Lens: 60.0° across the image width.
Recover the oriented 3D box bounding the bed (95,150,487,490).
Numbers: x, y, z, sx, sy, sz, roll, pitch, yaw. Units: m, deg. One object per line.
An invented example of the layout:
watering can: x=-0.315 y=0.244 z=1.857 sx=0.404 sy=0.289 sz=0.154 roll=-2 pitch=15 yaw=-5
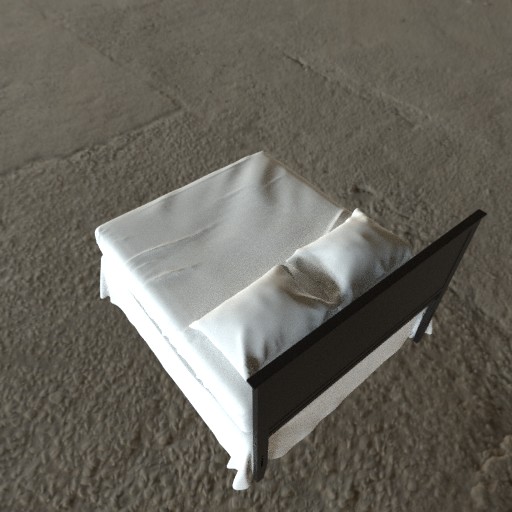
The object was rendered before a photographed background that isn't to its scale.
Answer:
bed: x=0.000 y=0.000 z=3.093 sx=1.870 sy=1.270 sz=2.050 roll=-31 pitch=54 yaw=-25
